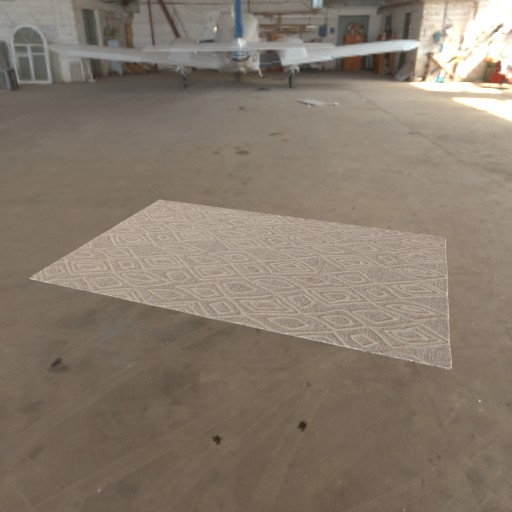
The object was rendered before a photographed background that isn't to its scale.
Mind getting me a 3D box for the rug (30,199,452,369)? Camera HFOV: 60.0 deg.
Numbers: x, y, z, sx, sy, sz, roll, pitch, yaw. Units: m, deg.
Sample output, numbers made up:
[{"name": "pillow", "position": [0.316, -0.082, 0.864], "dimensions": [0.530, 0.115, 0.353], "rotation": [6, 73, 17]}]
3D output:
[{"name": "rug", "position": [0.000, 0.000, 3.016], "dimensions": [2.442, 0.010, 1.546], "rotation": [9, 28, 18]}]
